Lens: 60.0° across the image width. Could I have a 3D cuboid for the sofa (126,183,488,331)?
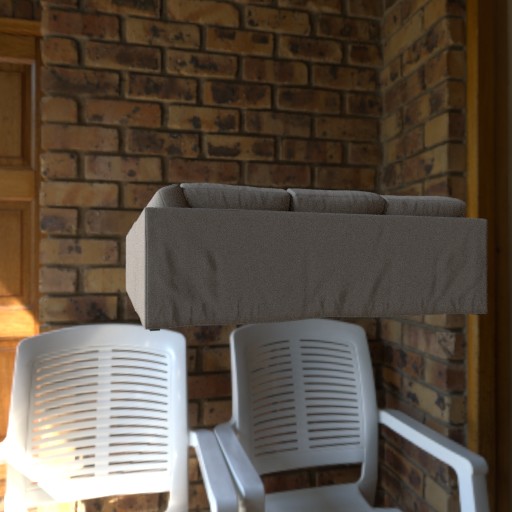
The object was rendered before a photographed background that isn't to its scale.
[{"bbox_3d":[0.000,0.000,4.466,2.427,0.882,3.460,0,0,-18],"label":"sofa"}]
